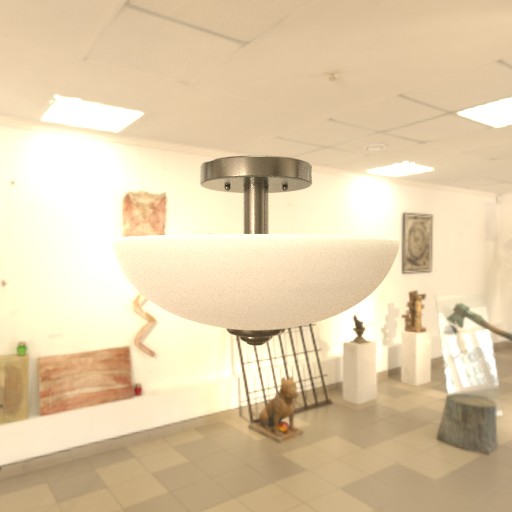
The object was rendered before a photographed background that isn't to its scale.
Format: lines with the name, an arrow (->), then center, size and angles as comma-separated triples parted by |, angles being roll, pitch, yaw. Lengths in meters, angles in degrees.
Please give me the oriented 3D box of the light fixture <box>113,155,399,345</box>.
light fixture -> 0.000, 0.000, 0.536 | 0.330, 0.214, 0.330 | 0, 0, 0
